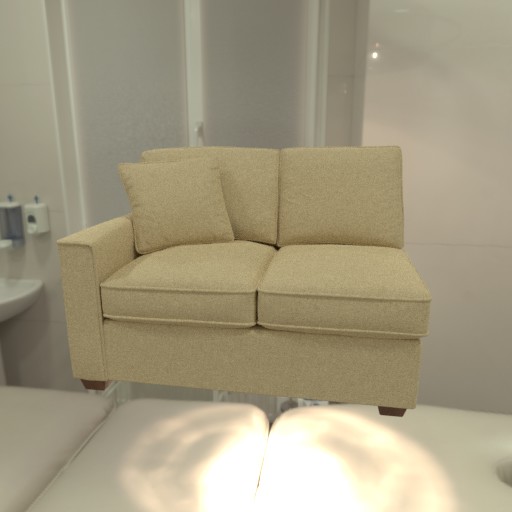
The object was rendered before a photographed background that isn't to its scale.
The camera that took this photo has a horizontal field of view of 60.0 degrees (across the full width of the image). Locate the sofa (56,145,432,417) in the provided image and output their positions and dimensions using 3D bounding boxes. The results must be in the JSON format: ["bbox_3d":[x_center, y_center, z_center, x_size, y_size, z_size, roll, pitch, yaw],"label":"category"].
[{"bbox_3d":[0.000,0.000,2.047,1.388,0.989,0.991,2,14,9],"label":"sofa"}]
